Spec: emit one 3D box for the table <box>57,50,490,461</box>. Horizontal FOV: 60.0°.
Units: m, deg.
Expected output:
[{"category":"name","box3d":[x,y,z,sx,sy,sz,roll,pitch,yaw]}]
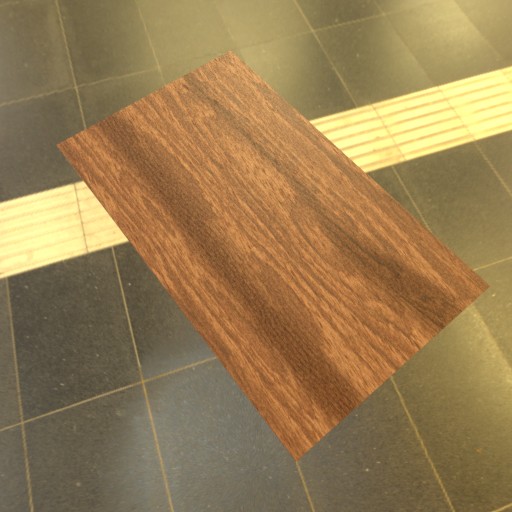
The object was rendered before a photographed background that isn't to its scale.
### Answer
[{"category":"table","box3d":[0.000,0.000,1.833,0.801,0.724,1.349,-36,69,-16]}]
